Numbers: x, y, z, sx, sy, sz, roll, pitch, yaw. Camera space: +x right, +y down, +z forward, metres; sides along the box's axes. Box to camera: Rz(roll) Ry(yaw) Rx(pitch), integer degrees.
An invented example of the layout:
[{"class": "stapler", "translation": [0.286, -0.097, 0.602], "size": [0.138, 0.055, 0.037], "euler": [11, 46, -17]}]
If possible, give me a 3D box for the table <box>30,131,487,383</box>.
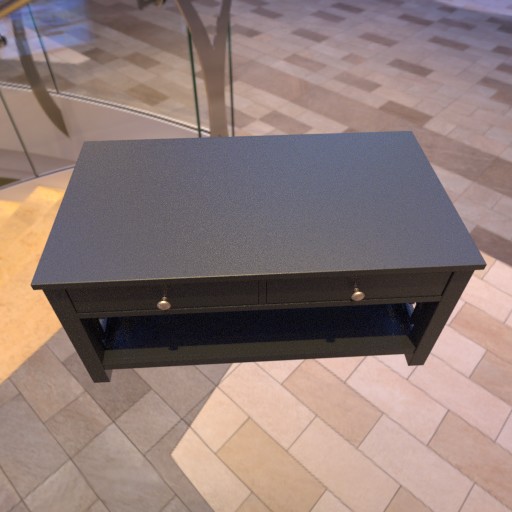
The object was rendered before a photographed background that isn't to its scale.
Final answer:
[{"class": "table", "translation": [0.000, 0.000, 1.413], "size": [1.068, 0.493, 0.612], "euler": [-2, 47, -2]}]
